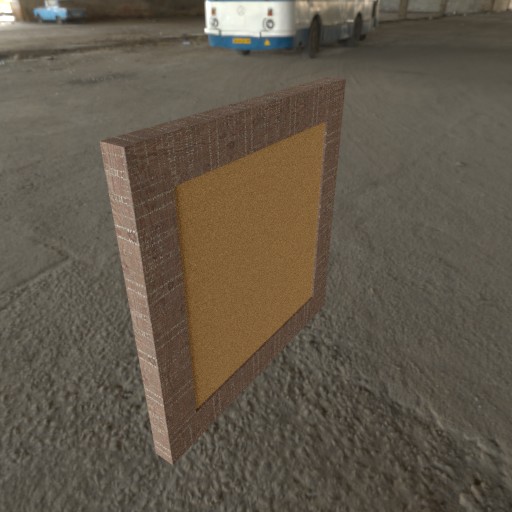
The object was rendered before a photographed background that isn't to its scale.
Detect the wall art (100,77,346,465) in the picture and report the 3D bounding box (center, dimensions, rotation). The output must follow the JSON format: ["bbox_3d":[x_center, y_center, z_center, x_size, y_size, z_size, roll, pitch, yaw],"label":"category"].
[{"bbox_3d":[0.000,0.000,0.792,0.040,0.531,0.531,20,36,30],"label":"wall art"}]
